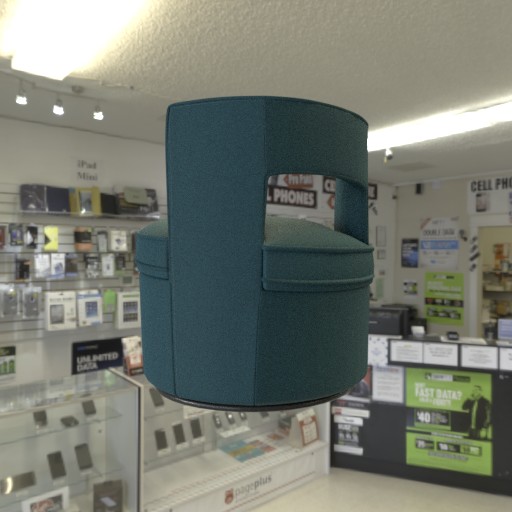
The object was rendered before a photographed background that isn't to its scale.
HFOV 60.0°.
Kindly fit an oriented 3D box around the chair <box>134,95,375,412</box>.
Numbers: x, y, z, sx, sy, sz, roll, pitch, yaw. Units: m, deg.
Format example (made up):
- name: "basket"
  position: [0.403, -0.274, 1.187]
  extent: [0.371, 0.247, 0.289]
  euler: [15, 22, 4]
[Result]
- name: "chair"
  position: [0.000, 0.000, 1.284]
  extent: [0.684, 0.711, 0.660]
  euler: [0, 0, -37]
